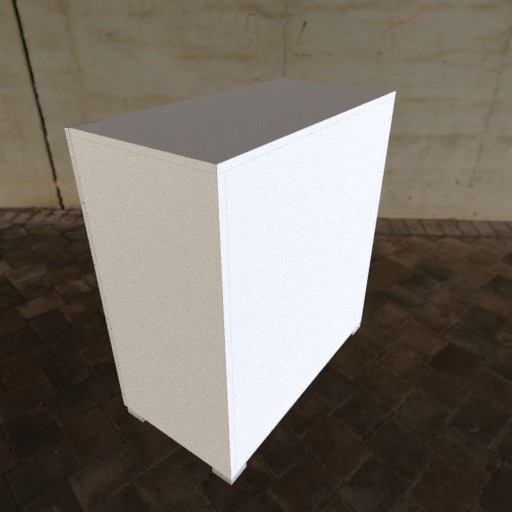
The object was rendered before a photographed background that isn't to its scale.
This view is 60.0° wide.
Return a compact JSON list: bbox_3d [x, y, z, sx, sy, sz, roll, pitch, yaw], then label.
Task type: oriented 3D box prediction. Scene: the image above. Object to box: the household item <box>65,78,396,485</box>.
[{"bbox_3d":[0.000,0.000,1.327,0.420,0.870,0.800,20,36,30],"label":"household item"}]
